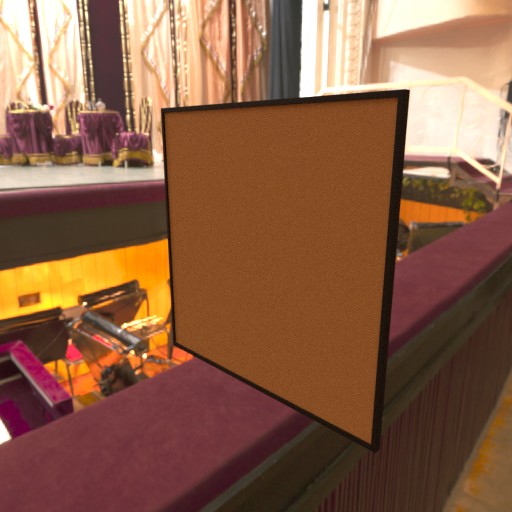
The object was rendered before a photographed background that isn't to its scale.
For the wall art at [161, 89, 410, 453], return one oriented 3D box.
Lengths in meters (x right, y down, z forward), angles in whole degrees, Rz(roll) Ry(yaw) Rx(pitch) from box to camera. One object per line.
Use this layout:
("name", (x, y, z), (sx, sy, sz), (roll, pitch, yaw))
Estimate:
("wall art", (0.000, 0.000, 0.692), (0.458, 0.457, 0.013), (14, 20, 42))
